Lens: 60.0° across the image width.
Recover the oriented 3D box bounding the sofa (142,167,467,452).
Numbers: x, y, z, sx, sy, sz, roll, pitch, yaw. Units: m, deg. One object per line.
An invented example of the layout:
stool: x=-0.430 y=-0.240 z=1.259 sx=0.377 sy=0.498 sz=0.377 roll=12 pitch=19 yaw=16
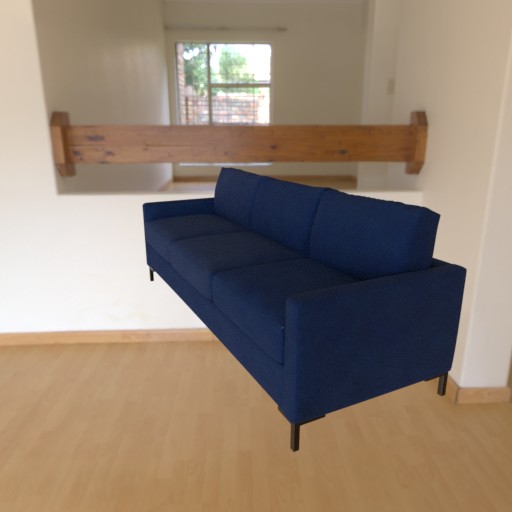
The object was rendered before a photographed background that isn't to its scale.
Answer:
sofa: x=0.000 y=0.000 z=2.666 sx=0.875 sy=0.879 sz=2.252 roll=-8 pitch=18 yaw=-26
